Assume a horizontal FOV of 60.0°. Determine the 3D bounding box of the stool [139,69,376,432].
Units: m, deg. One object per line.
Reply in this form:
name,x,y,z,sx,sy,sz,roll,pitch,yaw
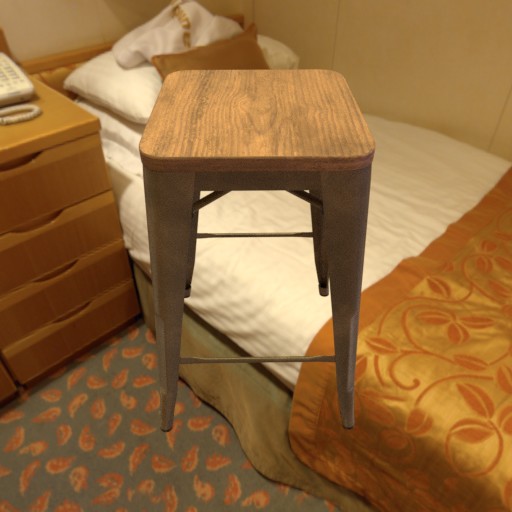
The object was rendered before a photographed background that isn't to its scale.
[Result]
stool,0.000,0.000,0.874,0.407,0.607,0.407,-1,41,-1
